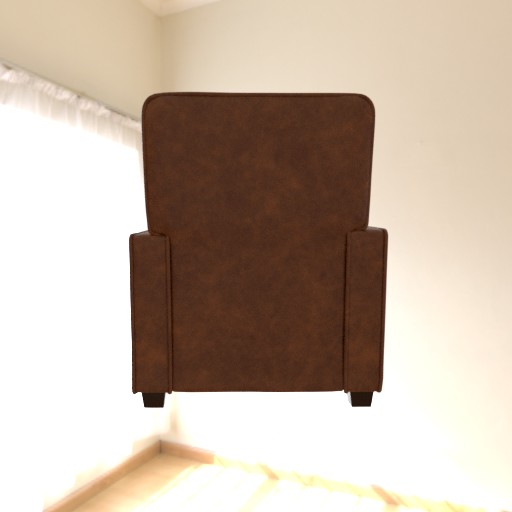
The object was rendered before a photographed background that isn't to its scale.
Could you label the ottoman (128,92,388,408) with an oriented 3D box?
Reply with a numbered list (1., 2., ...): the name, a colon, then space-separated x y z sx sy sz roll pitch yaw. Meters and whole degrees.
1. ottoman: 0.000 0.000 1.839 0.732 0.904 1.314 0 0 -1
